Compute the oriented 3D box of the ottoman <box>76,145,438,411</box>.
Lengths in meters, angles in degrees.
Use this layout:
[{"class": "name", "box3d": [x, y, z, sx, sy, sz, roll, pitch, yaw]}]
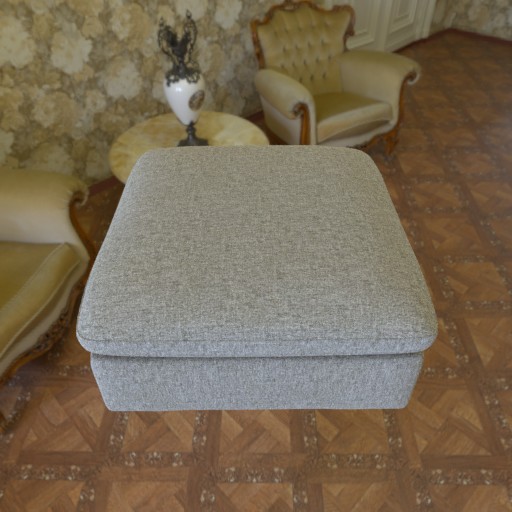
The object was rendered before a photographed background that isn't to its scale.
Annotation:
[{"class": "ottoman", "box3d": [0.000, 0.000, 1.662, 1.035, 0.526, 1.039, 0, 42, 0]}]
